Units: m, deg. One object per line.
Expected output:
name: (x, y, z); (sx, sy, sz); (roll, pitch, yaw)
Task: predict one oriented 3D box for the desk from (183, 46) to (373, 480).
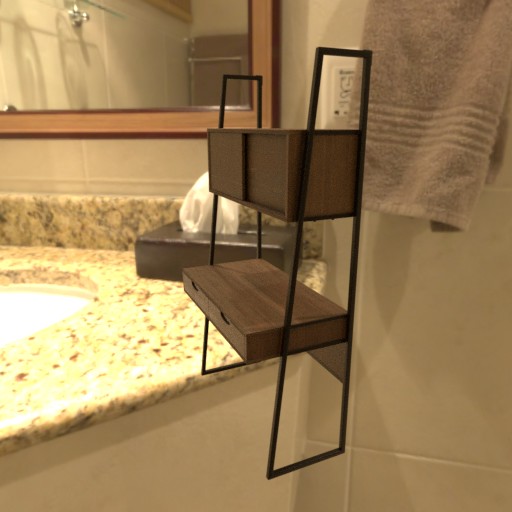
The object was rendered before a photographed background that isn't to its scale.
desk: (0.000, 0.000, 2.239); (0.515, 1.809, 0.982); (-7, 18, -24)
